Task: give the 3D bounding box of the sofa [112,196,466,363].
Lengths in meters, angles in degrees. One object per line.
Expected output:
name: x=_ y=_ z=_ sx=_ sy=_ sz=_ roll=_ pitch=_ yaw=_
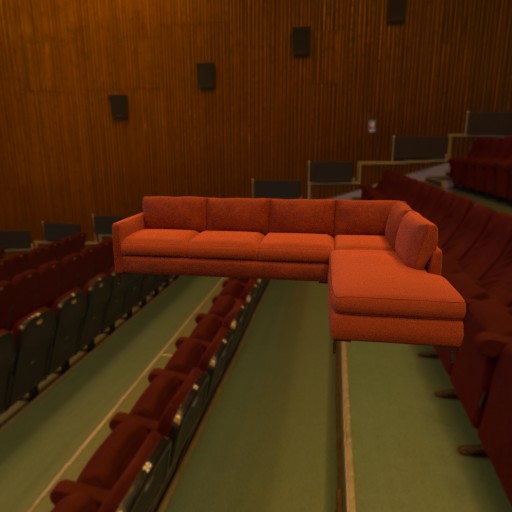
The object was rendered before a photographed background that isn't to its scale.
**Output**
sofa: x=0.000 y=0.000 z=3.610 sx=2.736 sy=0.757 sz=1.879 roll=2 pitch=15 yaw=8
